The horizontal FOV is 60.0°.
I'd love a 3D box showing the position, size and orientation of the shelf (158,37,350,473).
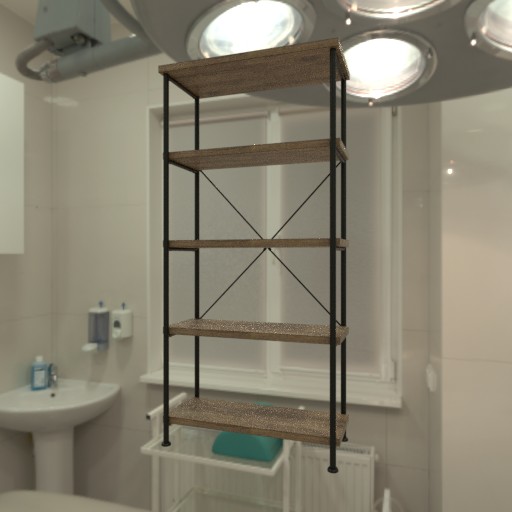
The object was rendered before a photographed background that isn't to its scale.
[{"bbox_3d":[0.000,0.000,2.022,0.800,1.700,0.360,0,0,19],"label":"shelf"}]
